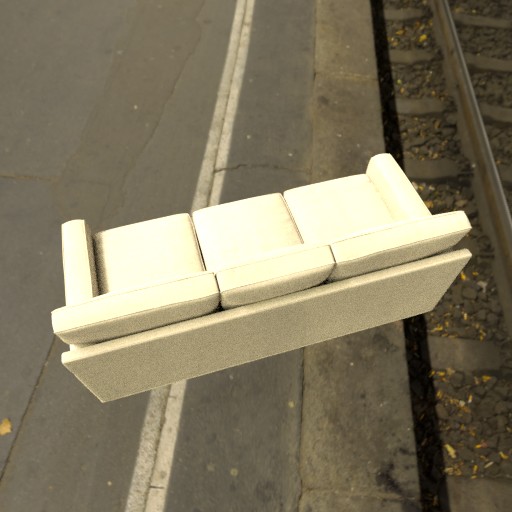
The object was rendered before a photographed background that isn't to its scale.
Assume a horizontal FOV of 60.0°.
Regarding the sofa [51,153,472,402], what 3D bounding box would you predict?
[{"bbox_3d":[0.000,0.000,2.582,2.093,0.862,0.936,-14,57,-9],"label":"sofa"}]
